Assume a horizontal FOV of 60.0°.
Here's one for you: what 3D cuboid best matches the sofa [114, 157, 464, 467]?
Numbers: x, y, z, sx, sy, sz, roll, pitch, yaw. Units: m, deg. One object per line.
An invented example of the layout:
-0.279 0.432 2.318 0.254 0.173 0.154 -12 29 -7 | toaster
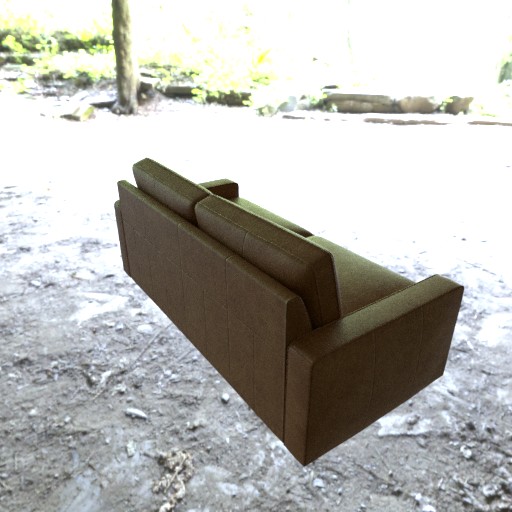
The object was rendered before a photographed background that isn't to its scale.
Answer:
0.000 0.000 2.673 0.991 0.928 2.156 -18 32 -31 | sofa
